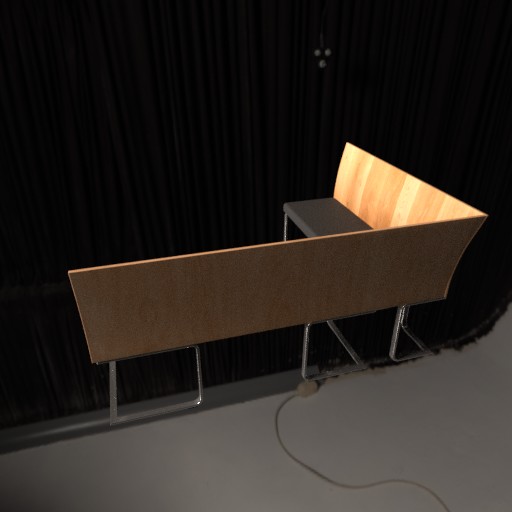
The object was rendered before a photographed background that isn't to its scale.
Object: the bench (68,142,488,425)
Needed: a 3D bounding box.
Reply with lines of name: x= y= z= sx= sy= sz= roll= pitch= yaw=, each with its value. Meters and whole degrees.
bench: x=0.000 y=0.000 z=2.789 sx=1.945 sy=0.930 sz=1.495 roll=-8 pitch=29 yaw=-15
